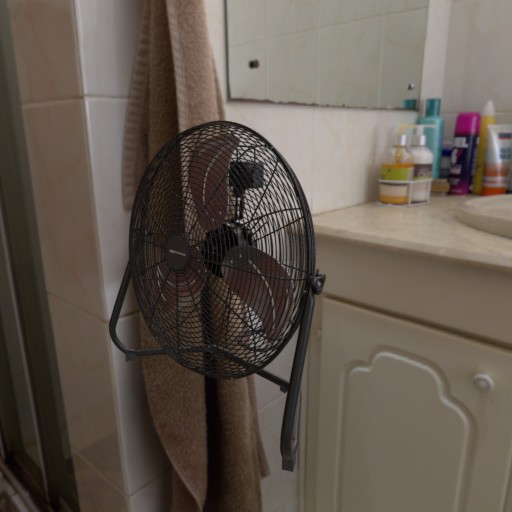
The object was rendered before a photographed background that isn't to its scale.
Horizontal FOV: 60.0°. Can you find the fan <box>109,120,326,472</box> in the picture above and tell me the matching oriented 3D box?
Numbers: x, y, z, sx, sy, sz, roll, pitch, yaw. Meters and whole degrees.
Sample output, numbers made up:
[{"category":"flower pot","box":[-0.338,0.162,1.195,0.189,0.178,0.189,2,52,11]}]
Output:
[{"category":"fan","box":[0.000,0.000,0.939,0.555,0.546,0.424,15,21,43]}]
